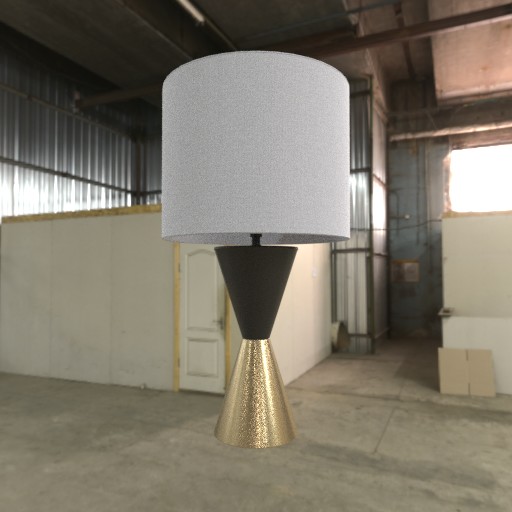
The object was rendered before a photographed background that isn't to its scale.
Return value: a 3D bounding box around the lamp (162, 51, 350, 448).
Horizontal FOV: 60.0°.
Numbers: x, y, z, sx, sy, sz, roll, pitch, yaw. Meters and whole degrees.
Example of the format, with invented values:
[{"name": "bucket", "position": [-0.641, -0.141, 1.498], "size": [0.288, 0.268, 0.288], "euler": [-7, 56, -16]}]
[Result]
[{"name": "lamp", "position": [0.000, 0.000, 0.730], "size": [0.304, 0.573, 0.304], "euler": [1, -2, -37]}]
